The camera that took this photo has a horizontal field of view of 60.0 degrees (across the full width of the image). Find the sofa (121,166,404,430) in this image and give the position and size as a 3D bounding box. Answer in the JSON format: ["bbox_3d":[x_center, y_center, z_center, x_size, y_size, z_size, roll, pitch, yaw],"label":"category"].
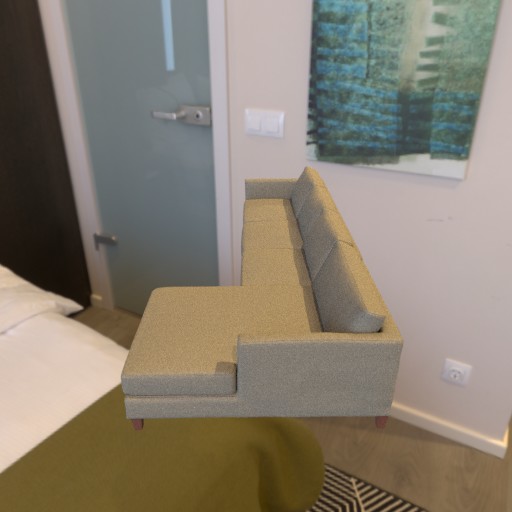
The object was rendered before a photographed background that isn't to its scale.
[{"bbox_3d":[0.000,0.000,3.962,1.625,0.861,3.186,0,26,-1],"label":"sofa"}]
